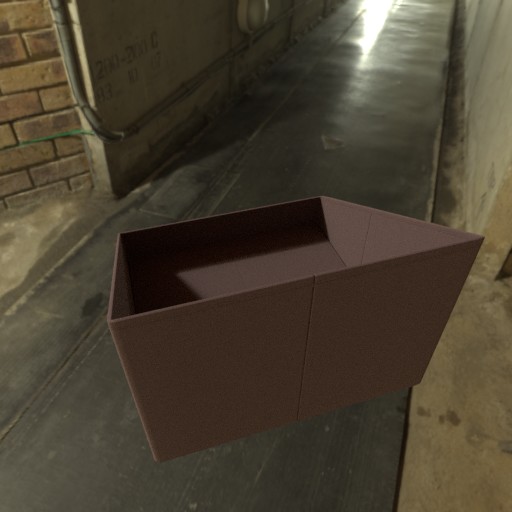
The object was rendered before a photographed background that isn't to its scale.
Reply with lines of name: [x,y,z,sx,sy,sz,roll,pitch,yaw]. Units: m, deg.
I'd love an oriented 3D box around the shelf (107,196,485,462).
shelf: [0.000,0.000,0.489,0.292,0.210,0.292,-12,43,-13]
